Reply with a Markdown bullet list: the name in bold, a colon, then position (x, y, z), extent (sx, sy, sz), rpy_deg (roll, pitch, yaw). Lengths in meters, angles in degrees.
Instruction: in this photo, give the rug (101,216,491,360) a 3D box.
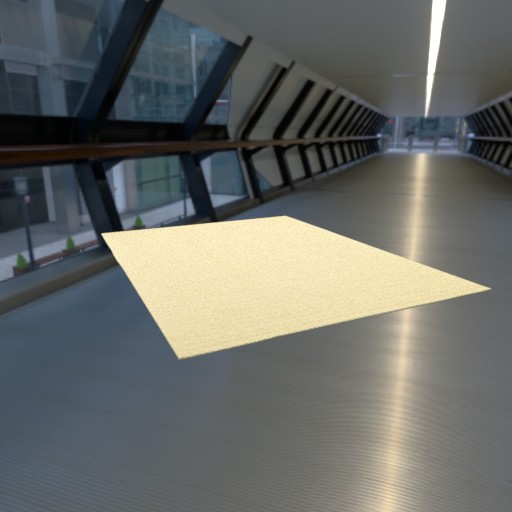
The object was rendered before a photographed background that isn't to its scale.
- **rug**: position (0.000, 0.000, 4.240), extent (2.452, 0.016, 3.204), rpy_deg (-8, 18, -24)
